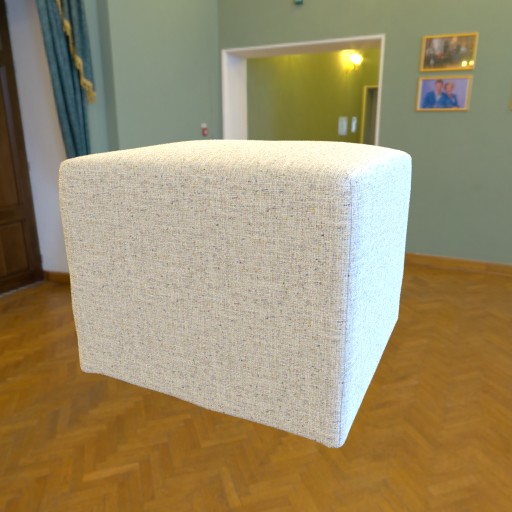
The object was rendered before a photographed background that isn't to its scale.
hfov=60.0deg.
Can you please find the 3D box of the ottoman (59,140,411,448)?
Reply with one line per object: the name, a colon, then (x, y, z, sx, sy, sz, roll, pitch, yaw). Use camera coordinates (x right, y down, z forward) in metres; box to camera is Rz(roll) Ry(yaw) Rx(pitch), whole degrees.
ottoman: (0.000, 0.000, 0.900, 0.521, 0.453, 0.512, 8, 18, 25)
